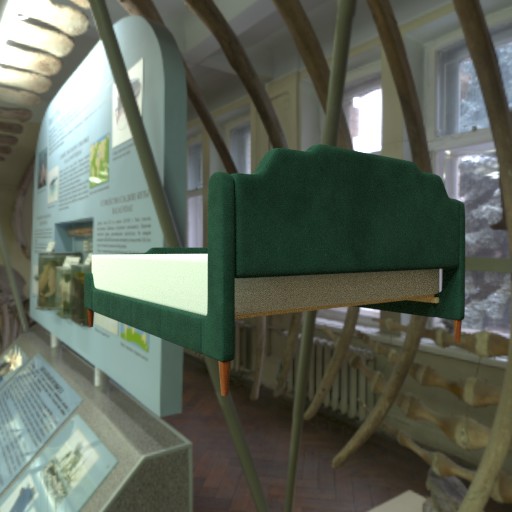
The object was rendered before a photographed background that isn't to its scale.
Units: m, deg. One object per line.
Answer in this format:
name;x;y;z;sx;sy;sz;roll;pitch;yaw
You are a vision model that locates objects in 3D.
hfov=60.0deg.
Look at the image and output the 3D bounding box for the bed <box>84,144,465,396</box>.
bed;0.000;0.000;3.556;2.074;1.245;2.340;-1;1;-36
